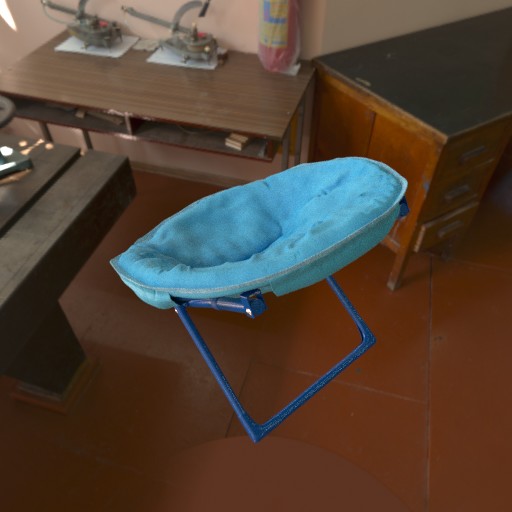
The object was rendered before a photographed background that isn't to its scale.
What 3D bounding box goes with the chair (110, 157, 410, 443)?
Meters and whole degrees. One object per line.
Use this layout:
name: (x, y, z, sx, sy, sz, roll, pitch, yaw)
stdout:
chair: (0.000, 0.000, 0.882, 0.520, 0.478, 0.465, -31, 54, -26)
